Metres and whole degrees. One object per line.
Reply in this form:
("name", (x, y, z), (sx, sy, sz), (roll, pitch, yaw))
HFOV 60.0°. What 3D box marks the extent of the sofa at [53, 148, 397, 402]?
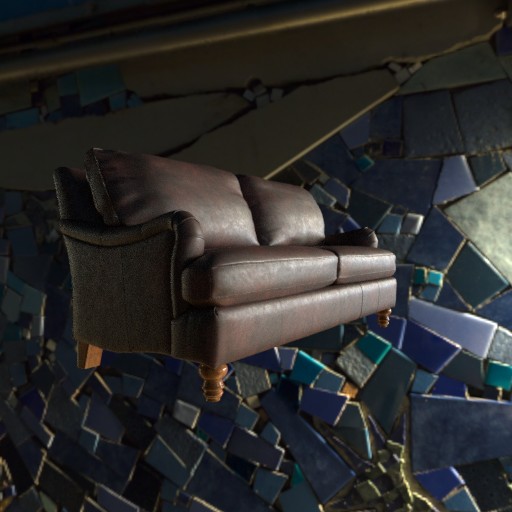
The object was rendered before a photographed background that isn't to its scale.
("sofa", (0.000, 0.000, 2.777), (1.147, 1.071, 2.144), (1, 1, 35))
